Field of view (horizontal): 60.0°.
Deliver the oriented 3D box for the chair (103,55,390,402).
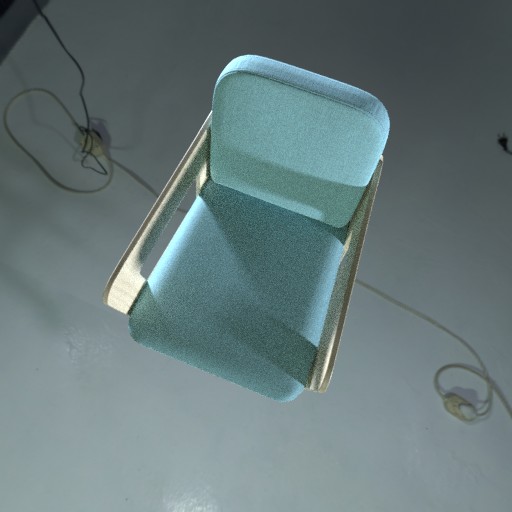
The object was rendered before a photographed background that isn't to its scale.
[{"bbox_3d":[0.000,0.000,1.295,0.590,0.800,0.710,21,75,6],"label":"chair"}]
